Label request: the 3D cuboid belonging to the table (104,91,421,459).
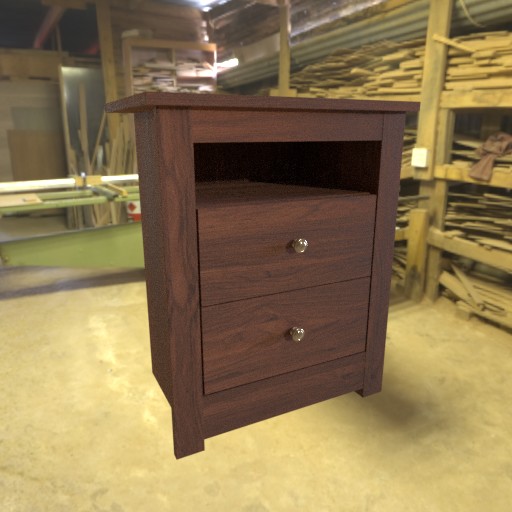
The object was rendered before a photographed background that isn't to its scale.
[{"bbox_3d":[0.000,0.000,1.088,0.589,0.711,0.406,-8,18,-26],"label":"table"}]
